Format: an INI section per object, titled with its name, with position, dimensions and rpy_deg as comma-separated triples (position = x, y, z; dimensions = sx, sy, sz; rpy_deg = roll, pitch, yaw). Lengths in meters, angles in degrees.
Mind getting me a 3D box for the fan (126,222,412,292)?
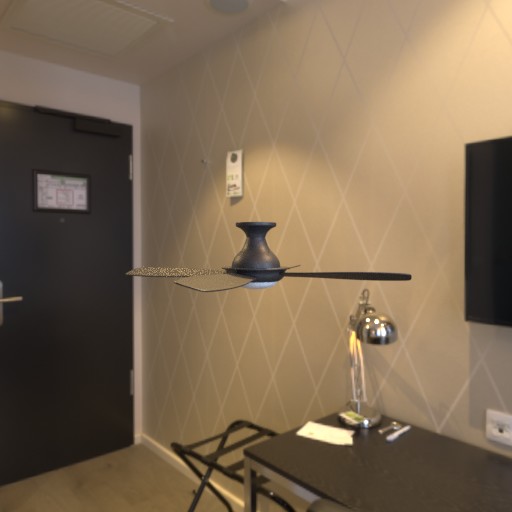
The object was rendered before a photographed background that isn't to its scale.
[fan]
position = 0.000, 0.000, 2.554
dimensions = 1.694, 0.382, 1.694
rpy_deg = 0, 1, 19
